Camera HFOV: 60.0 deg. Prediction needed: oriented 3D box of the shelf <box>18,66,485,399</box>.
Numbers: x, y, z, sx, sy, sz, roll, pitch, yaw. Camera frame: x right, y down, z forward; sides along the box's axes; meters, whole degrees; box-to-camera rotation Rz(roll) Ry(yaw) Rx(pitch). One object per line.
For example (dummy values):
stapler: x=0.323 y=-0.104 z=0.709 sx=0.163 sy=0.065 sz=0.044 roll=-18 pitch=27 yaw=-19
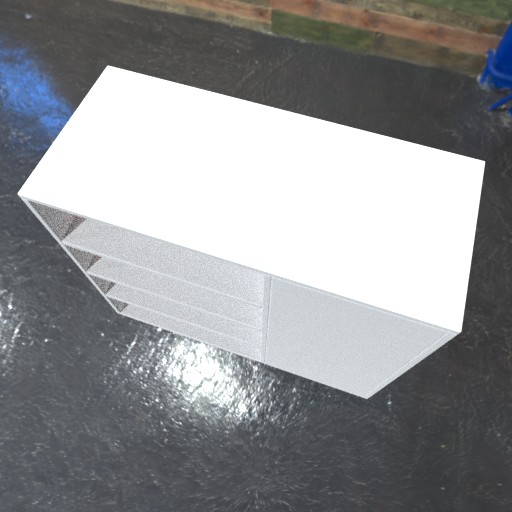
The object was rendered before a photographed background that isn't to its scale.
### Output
shelf: x=0.000 y=0.000 z=1.249 sx=0.895 sy=0.732 sz=0.396 roll=17 pitch=65 yaw=8
